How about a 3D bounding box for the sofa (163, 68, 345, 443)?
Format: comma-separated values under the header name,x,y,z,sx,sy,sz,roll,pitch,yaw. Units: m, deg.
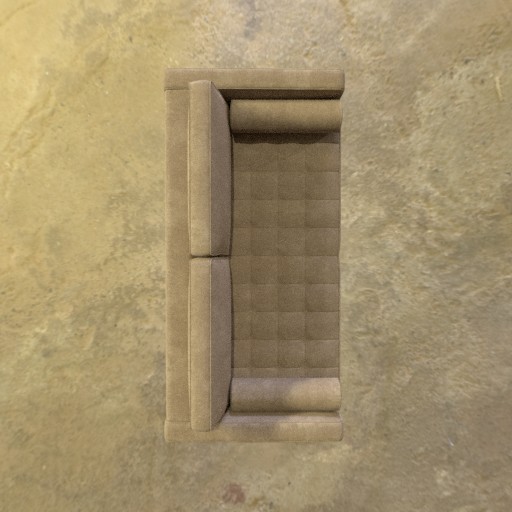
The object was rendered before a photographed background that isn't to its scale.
name,x,y,z,sx,sy,sz,roll,pitch,yaw
sofa,0.000,0.000,2.363,0.920,0.769,1.883,0,91,0
